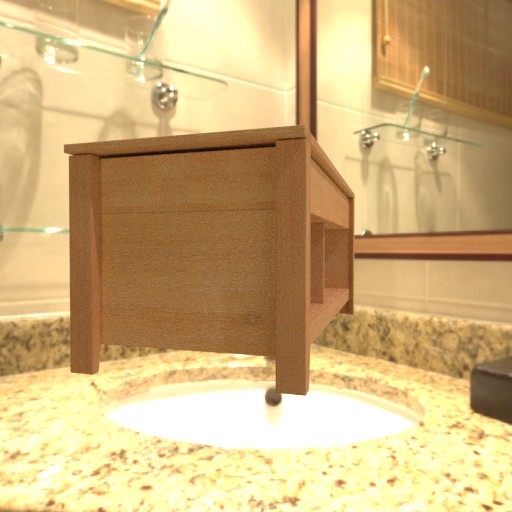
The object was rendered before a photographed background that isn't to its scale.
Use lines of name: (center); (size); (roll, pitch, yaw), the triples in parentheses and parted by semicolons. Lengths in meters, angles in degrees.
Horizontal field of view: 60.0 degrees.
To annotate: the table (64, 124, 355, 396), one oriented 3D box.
table: (0.000, 0.000, 1.294); (0.483, 0.457, 1.016); (0, 1, 17)
